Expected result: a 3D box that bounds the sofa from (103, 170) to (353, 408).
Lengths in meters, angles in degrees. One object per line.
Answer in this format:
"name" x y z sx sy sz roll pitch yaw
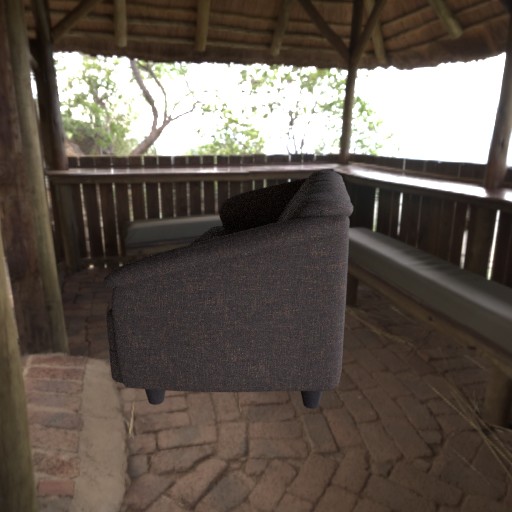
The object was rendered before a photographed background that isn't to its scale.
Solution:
"sofa" 0.000 0.000 2.296 0.887 0.790 1.849 2 15 8
